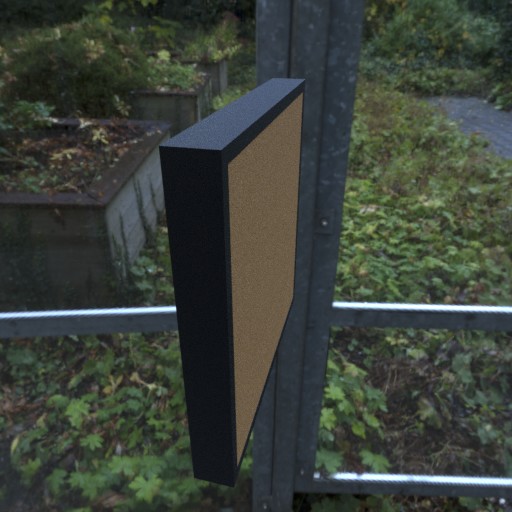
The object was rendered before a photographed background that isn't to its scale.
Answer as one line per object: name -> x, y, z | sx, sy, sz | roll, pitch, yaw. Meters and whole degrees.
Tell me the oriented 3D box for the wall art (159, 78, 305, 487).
wall art -> 0.000, 0.000, 0.455 | 0.038, 0.304, 0.305 | 7, 30, 13
